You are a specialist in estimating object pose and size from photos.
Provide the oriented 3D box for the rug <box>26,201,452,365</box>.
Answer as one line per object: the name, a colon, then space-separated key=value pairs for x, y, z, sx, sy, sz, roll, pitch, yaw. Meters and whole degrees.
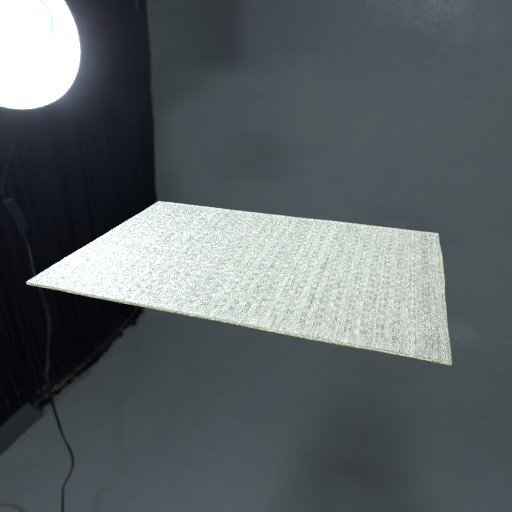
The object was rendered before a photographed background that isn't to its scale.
rug: x=0.000 y=0.000 z=2.885 sx=2.297 sy=0.018 sz=1.532 roll=8 pitch=27 yaw=16
